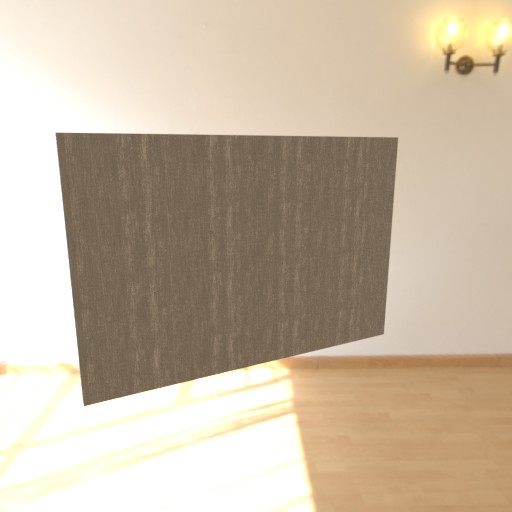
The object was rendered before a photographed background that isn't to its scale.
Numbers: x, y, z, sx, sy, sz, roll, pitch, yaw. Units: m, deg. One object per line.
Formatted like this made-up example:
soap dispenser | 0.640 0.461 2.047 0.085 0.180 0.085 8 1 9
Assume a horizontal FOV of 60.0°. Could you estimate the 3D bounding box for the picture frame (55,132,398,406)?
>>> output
picture frame | 0.000 0.000 1.220 0.950 0.640 0.029 -7 15 -26
